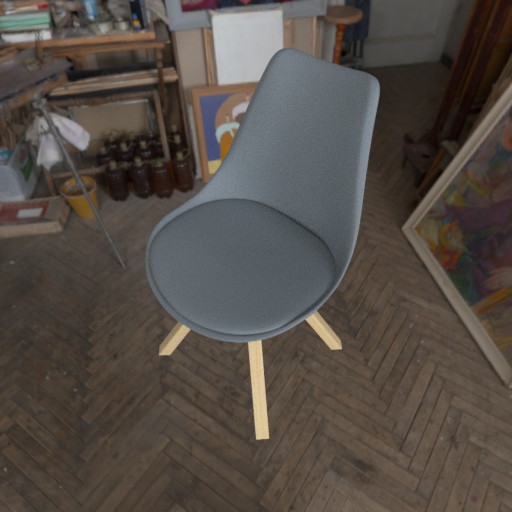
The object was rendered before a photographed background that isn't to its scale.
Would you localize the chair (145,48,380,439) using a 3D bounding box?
[{"bbox_3d":[0.000,0.000,1.158,0.485,0.850,0.549,32,55,26],"label":"chair"}]
